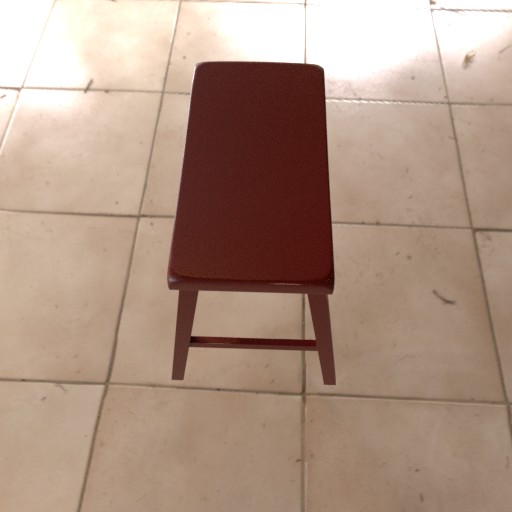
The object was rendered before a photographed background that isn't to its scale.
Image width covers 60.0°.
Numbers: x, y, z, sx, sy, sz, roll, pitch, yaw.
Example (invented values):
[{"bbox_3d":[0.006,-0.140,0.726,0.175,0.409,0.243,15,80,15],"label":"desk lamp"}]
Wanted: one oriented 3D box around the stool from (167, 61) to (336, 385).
[{"bbox_3d":[0.000,0.000,1.053,0.476,0.737,0.457,2,64,1],"label":"stool"}]
